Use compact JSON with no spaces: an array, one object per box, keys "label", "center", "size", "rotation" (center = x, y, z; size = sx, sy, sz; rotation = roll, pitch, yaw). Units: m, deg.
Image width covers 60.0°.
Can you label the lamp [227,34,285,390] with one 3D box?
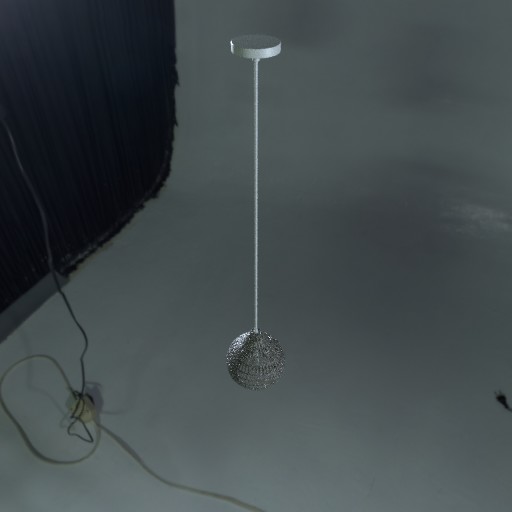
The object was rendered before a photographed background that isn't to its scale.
[{"label":"lamp","center":[0.000,0.000,2.122],"size":[0.355,1.919,0.355],"rotation":[14,43,15]}]
